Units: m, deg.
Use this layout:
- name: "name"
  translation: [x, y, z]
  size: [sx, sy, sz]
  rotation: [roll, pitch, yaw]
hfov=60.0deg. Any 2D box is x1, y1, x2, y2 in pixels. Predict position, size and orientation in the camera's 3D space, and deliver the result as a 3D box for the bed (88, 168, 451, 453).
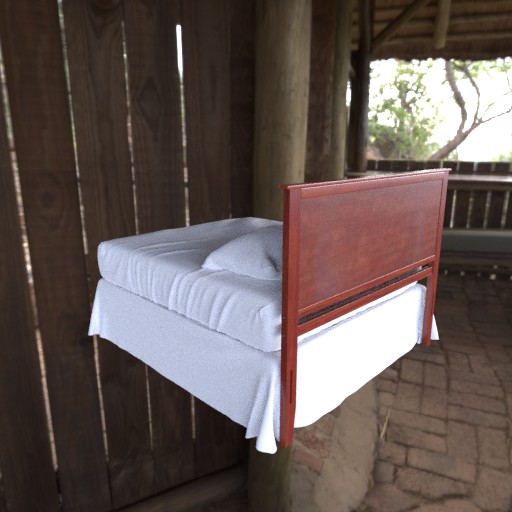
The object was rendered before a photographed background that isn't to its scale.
- name: "bed"
  translation: [0.000, 0.000, 3.234]
  size: [1.870, 1.270, 2.050]
  rotation: [-14, 20, -43]
